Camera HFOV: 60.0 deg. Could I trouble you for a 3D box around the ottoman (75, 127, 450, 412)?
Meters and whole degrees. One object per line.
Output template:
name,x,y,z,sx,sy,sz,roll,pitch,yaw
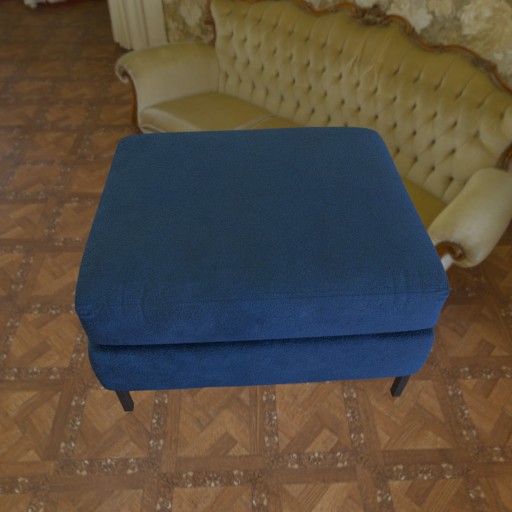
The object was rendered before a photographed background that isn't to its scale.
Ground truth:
ottoman,0.000,0.000,1.207,0.794,0.485,0.655,-2,46,-2
